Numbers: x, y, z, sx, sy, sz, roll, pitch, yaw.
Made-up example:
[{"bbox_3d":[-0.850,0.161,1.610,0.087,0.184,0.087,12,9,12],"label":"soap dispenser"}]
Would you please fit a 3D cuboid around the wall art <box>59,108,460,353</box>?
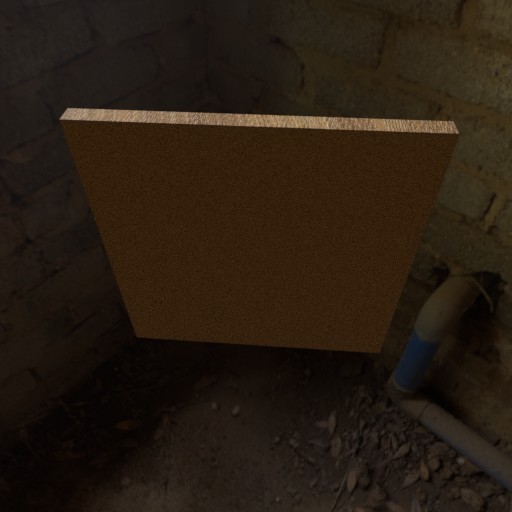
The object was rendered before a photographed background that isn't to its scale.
[{"bbox_3d":[0.000,0.000,0.899,0.611,0.608,0.042,3,47,3],"label":"wall art"}]
